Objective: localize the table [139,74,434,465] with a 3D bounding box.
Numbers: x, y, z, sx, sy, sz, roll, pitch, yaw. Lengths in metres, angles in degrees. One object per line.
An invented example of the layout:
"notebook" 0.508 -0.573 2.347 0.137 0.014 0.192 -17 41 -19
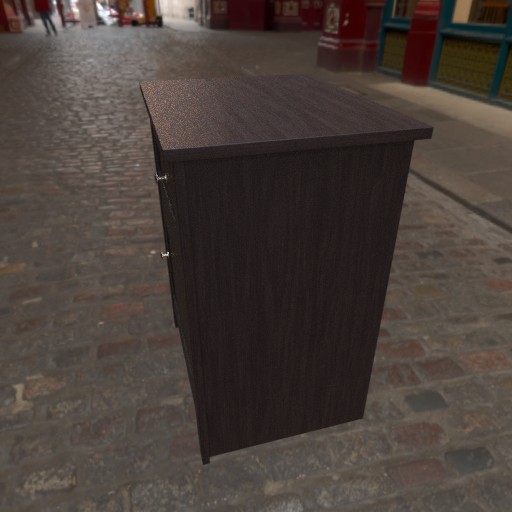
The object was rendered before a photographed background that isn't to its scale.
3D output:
"table" 0.000 0.000 0.936 0.381 0.635 0.480 -8 32 -14
